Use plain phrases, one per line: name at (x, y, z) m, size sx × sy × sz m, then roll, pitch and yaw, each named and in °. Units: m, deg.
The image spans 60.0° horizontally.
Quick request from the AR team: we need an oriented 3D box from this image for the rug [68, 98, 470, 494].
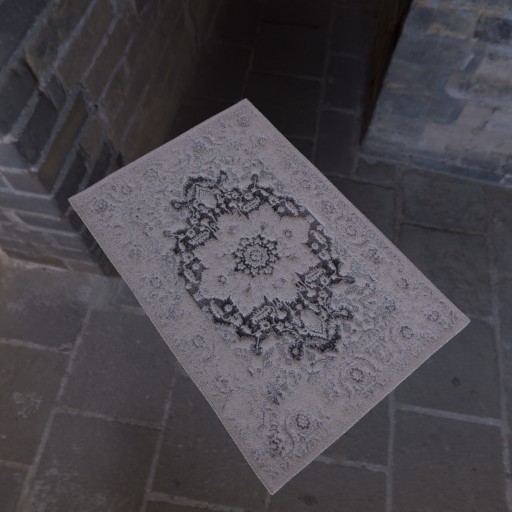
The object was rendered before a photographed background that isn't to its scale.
rug at (0.000, 0.000, 2.285) m, size 1.223 × 0.008 × 1.813 m, roll -35°, pitch 69°, yaw -15°
